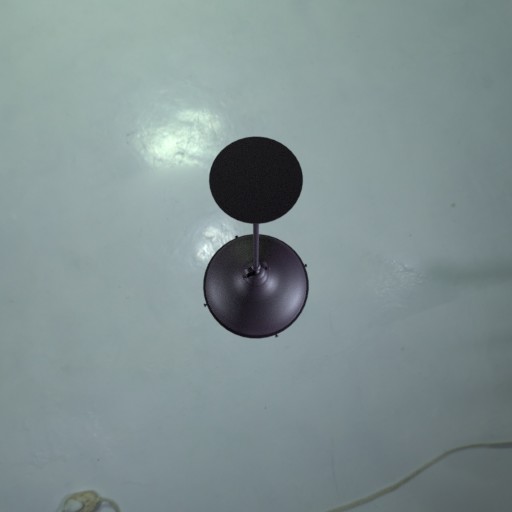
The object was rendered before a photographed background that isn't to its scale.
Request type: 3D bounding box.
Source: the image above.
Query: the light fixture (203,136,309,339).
[{"bbox_3d":[0.000,0.000,1.024,0.341,0.849,0.341,-21,76,-5],"label":"light fixture"}]
